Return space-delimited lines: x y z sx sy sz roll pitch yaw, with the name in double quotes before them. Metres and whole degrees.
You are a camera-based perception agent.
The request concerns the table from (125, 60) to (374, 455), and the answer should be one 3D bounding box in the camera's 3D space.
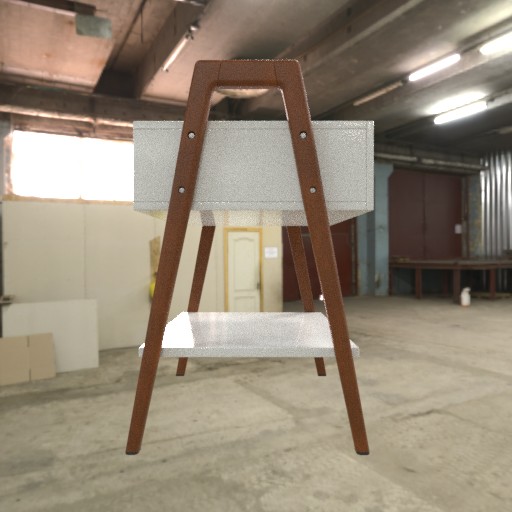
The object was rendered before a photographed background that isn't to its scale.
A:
"table" 0.000 0.000 0.908 0.405 0.610 0.457 0 0 0
